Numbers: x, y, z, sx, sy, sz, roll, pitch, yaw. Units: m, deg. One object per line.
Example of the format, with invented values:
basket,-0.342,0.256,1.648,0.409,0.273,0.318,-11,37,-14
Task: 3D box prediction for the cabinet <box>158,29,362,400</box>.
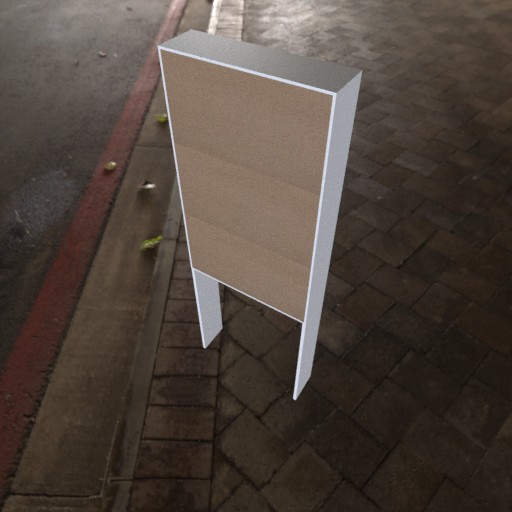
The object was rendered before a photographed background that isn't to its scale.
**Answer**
cabinet,0.000,0.000,2.013,0.643,1.770,0.192,24,50,22
